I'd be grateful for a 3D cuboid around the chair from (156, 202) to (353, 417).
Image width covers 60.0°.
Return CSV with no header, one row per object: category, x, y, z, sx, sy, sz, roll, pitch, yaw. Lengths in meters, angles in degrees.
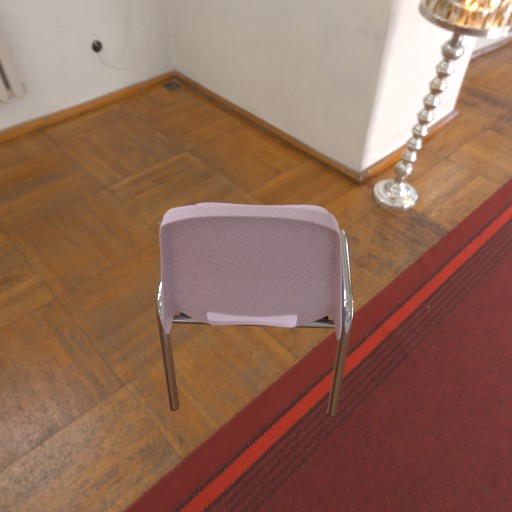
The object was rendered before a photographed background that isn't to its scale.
chair,0.000,0.000,0.795,0.354,0.536,0.385,2,46,2
